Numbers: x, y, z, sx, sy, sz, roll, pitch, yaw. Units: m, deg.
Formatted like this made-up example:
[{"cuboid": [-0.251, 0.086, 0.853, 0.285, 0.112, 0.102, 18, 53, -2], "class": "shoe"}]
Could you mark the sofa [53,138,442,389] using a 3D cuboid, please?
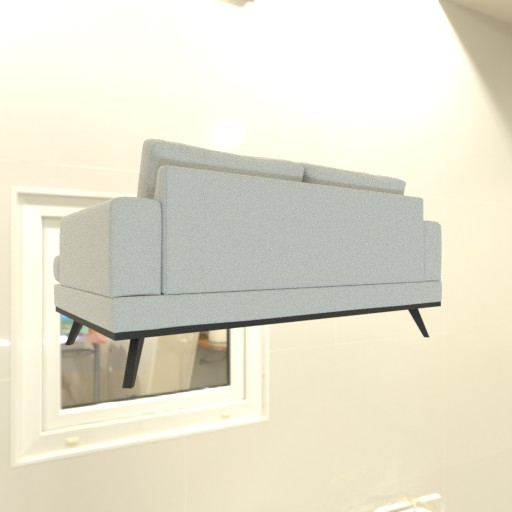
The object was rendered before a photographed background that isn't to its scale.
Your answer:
[{"cuboid": [0.000, 0.000, 2.122, 1.650, 0.810, 0.920, 0, 0, -35], "class": "sofa"}]
